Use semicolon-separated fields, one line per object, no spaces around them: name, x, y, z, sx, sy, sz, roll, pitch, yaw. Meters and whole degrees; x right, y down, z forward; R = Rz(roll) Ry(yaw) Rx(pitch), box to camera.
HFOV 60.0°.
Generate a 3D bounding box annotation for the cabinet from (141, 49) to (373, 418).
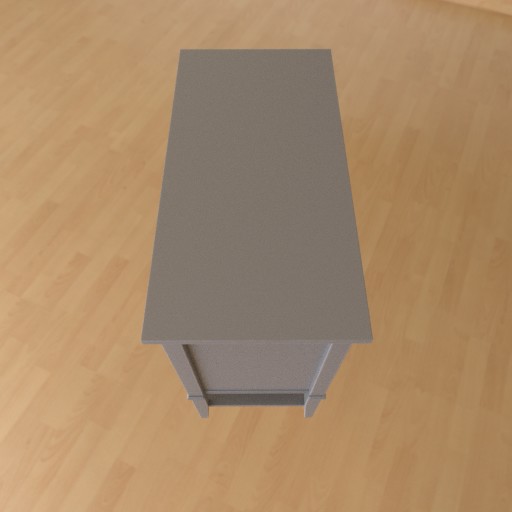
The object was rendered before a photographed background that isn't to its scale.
cabinet;0.000;0.000;1.293;0.396;0.780;0.801;0;59;0
